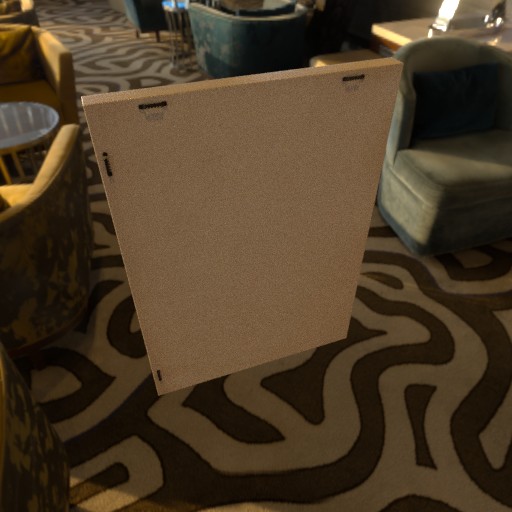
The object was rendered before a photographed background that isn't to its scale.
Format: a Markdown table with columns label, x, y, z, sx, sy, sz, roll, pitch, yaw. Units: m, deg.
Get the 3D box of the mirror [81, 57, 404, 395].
| label | x | y | z | sx | sy | sz | roll | pitch | yaw |
| --- | --- | --- | --- | --- | --- | --- | --- | --- | --- |
| mirror | 0.000 | 0.000 | 0.905 | 0.507 | 0.710 | 0.039 | -13 | 43 | -15 |
